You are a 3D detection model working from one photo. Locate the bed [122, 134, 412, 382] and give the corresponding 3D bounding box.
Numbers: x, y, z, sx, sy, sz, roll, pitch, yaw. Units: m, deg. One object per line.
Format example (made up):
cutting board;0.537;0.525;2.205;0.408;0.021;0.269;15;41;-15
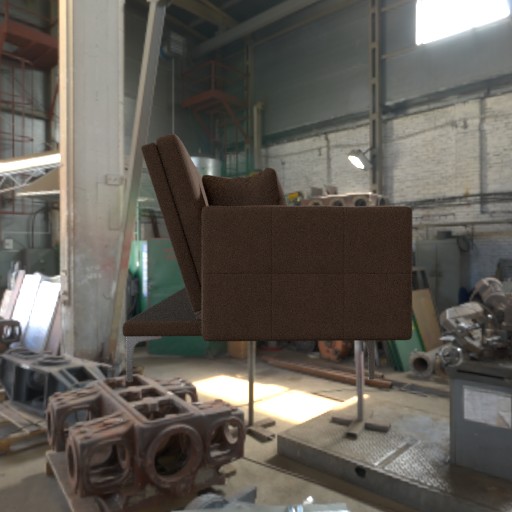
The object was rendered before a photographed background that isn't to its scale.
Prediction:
bed;0.000;0.000;2.251;0.889;0.787;1.905;0;0;-2
